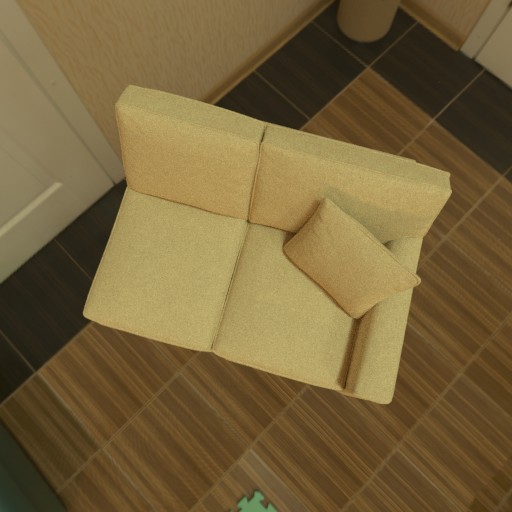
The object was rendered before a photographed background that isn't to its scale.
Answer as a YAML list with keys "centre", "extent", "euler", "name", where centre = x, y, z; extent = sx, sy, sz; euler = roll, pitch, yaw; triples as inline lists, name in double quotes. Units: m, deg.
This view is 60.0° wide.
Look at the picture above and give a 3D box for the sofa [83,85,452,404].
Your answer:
- centre: [0.000, 0.000, 2.059]
  extent: [1.388, 0.989, 0.991]
  euler: [16, 76, 4]
  name: "sofa"
